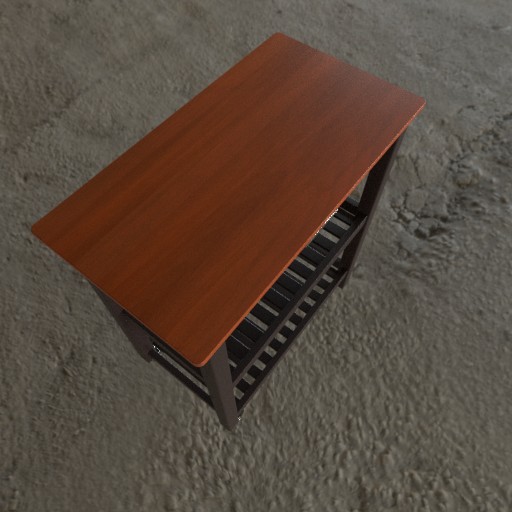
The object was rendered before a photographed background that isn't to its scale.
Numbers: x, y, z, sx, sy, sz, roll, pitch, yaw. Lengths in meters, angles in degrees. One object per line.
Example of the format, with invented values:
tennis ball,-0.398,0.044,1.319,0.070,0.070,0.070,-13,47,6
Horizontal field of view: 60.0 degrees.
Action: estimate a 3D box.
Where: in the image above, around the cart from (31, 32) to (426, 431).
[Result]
cart,0.000,0.000,1.392,0.457,0.927,0.899,34,65,18
